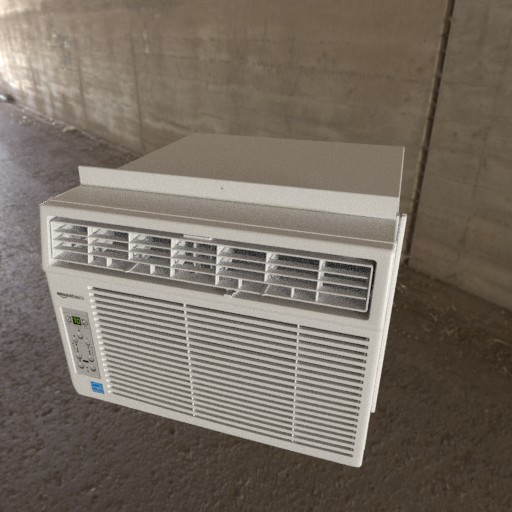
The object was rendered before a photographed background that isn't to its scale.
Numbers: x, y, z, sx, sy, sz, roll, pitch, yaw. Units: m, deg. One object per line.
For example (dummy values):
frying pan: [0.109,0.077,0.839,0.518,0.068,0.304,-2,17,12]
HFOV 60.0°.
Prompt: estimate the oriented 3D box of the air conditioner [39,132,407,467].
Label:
air conditioner: [0.000,0.000,0.840,0.503,0.388,0.546,8,28,16]
